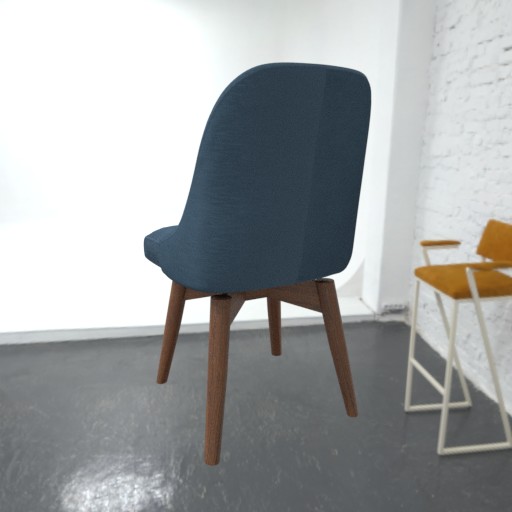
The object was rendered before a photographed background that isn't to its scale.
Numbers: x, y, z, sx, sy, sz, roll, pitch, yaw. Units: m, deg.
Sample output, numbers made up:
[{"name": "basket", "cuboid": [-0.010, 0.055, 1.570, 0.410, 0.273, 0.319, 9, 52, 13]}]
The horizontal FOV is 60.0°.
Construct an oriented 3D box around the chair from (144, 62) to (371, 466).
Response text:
[{"name": "chair", "cuboid": [0.000, 0.000, 1.208, 0.503, 0.882, 0.589, -7, 15, -27]}]
